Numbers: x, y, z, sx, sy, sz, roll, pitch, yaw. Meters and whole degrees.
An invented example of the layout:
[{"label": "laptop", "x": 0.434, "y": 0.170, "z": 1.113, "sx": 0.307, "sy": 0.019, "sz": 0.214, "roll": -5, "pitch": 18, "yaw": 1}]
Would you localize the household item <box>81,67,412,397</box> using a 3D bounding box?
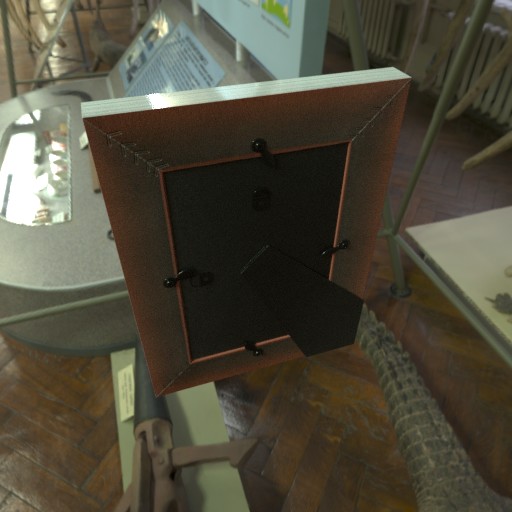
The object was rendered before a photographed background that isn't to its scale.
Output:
[{"label": "household item", "x": 0.000, "y": 0.000, "z": 0.288, "sx": 0.165, "sy": 0.216, "sz": 0.025, "roll": -12, "pitch": 42, "yaw": -14}]
